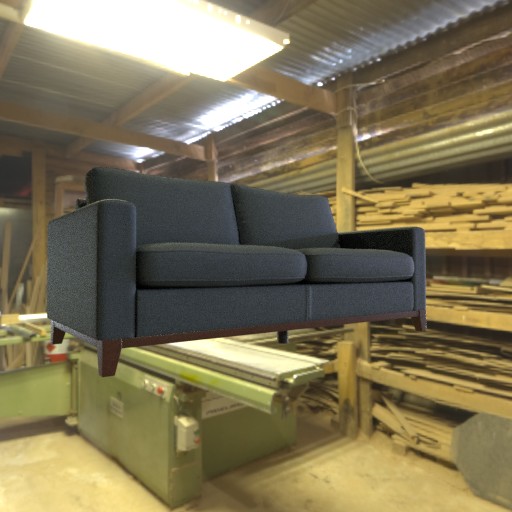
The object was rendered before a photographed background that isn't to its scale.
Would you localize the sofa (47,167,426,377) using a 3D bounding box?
[{"bbox_3d":[0.000,0.000,2.375,1.900,0.865,0.877,1,-2,-36],"label":"sofa"}]
